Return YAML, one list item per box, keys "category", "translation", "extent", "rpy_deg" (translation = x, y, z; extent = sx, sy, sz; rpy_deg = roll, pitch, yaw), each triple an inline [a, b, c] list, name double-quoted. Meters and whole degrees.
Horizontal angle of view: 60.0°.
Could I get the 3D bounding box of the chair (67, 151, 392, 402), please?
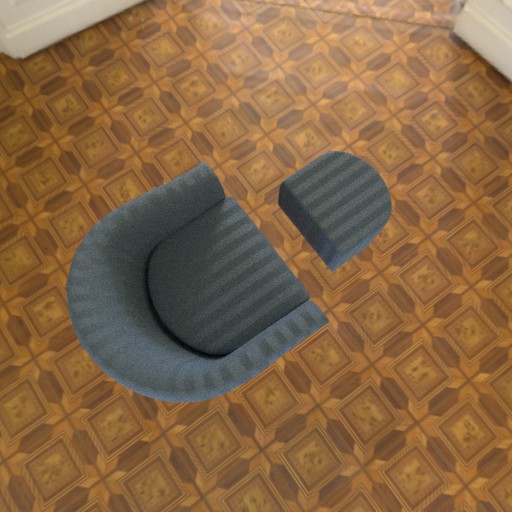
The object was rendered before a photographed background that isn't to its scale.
- category: "chair"
  translation: [0.000, 0.000, 1.767]
  extent: [1.288, 0.757, 0.756]
  rpy_deg: [-35, 77, -9]
